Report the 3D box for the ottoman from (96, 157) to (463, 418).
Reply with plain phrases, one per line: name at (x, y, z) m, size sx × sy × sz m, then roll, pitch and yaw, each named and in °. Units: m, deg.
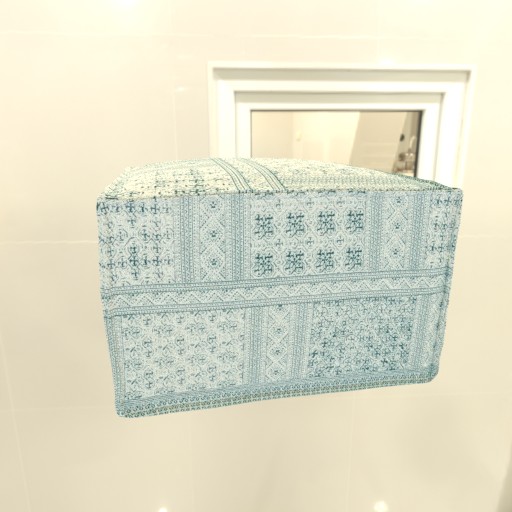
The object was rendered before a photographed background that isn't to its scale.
ottoman at (0.000, 0.000, 1.044) m, size 0.617 × 0.439 × 0.626 m, roll -3°, pitch 16°, yaw -11°
